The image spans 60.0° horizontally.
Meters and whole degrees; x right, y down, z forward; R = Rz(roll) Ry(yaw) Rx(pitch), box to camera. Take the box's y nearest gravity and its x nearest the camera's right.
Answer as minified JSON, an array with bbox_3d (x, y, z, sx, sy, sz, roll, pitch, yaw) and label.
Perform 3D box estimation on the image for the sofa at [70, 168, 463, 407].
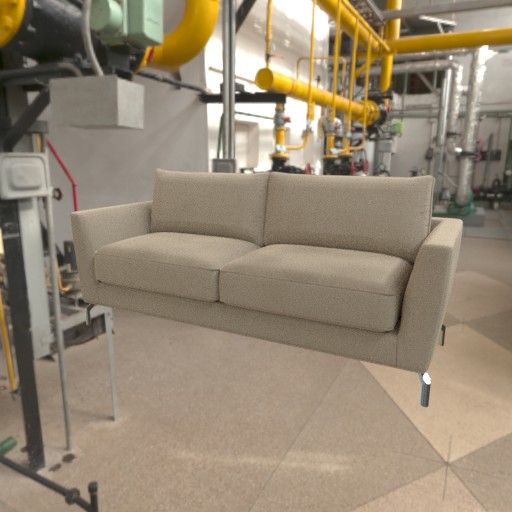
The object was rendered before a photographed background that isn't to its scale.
[{"bbox_3d":[0.000,0.000,2.689,2.214,1.005,0.868,7,15,27],"label":"sofa"}]
